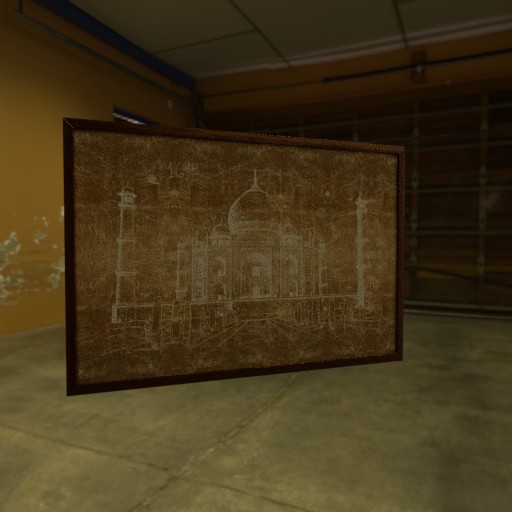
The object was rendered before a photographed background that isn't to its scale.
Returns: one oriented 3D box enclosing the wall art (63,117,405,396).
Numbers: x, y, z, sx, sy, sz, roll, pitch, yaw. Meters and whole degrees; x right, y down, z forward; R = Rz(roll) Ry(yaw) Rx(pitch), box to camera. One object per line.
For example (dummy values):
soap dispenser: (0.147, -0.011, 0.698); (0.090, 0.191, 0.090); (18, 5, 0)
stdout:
wall art: (0.000, 0.000, 1.028); (0.816, 0.559, 0.014); (-1, 2, -19)
